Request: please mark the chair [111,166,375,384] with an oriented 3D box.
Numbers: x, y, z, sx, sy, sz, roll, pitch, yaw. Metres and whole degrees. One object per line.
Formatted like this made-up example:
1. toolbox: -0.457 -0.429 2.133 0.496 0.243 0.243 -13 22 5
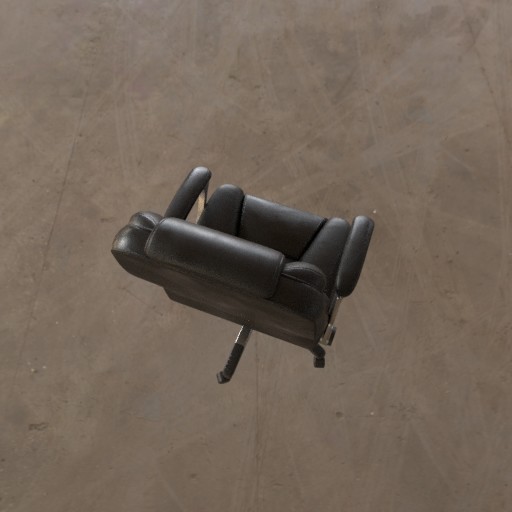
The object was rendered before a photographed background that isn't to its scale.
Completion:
1. chair: 0.000 0.000 1.473 0.697 1.075 0.689 18 64 9
